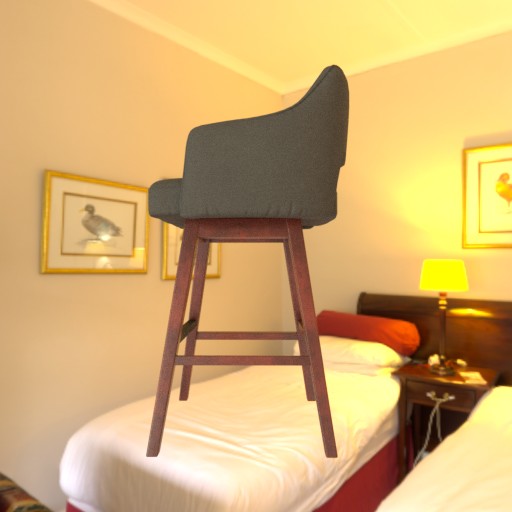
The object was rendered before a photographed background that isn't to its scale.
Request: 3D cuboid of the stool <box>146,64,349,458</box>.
[{"bbox_3d":[0.000,0.000,1.348,0.558,1.012,0.548,0,-1,1],"label":"stool"}]
